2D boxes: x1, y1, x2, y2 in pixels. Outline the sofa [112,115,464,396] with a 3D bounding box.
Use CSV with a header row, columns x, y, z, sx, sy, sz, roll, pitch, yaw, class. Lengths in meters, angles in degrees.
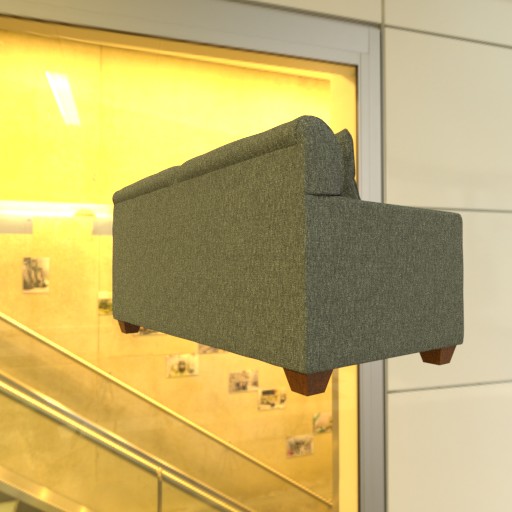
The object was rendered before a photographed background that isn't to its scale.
x,y,z,sx,sy,sz,roll,pitch,yaw,class
0.000,0.000,2.410,0.998,0.958,1.846,1,-2,-36,sofa
